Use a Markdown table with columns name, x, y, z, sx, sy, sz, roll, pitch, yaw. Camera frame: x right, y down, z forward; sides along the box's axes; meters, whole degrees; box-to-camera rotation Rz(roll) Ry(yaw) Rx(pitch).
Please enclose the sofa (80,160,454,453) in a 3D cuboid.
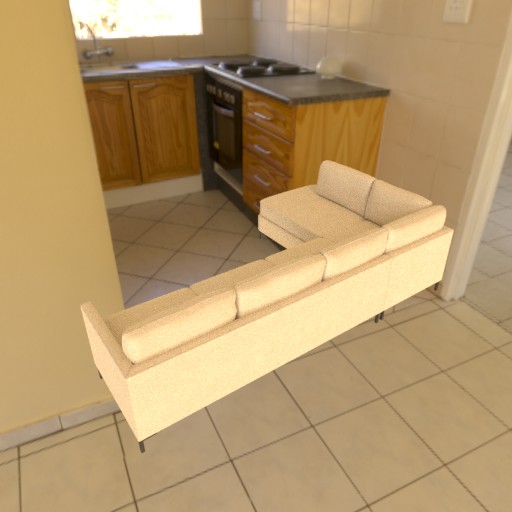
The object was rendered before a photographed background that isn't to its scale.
| name | x | y | z | sx | sy | sz | roll | pitch | yaw |
| --- | --- | --- | --- | --- | --- | --- | --- | --- | --- |
| sofa | 0.000 | 0.000 | 4.333 | 3.384 | 0.996 | 2.048 | -20 | 36 | -30 |
